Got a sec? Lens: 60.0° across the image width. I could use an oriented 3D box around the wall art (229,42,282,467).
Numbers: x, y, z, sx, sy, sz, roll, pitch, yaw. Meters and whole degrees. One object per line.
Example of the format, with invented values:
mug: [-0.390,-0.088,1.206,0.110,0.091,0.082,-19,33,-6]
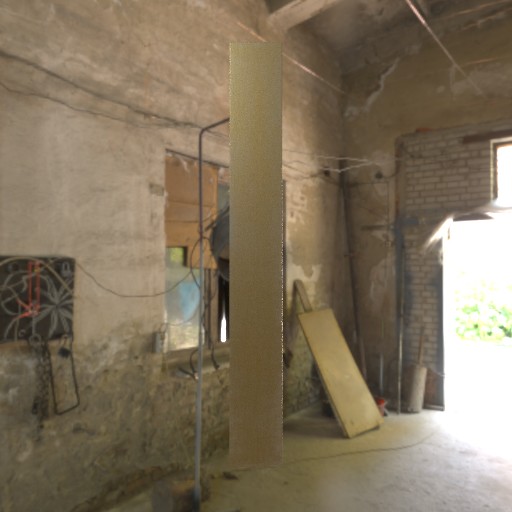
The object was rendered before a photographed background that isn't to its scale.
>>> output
wall art: [0.000,0.000,0.471,0.038,0.305,0.306,0,-1,0]
